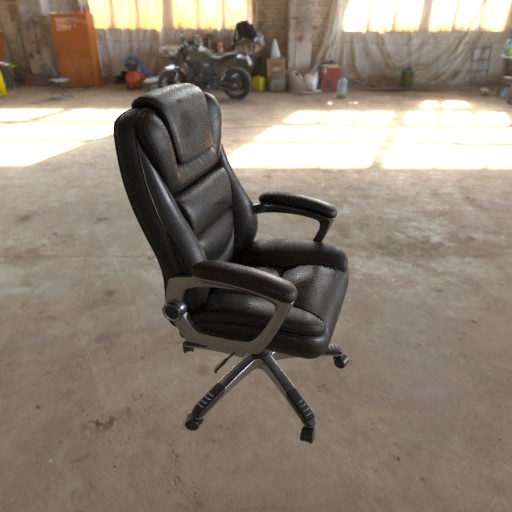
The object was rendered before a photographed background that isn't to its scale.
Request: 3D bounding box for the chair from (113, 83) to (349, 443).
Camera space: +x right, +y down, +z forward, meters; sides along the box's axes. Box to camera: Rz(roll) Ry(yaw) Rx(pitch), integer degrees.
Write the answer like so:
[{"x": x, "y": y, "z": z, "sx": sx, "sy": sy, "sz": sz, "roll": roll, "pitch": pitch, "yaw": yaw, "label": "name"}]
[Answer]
[{"x": 0.000, "y": 0.000, "z": 1.524, "sx": 0.689, "sy": 1.075, "sz": 0.697, "roll": 10, "pitch": 31, "yaw": 17, "label": "chair"}]
